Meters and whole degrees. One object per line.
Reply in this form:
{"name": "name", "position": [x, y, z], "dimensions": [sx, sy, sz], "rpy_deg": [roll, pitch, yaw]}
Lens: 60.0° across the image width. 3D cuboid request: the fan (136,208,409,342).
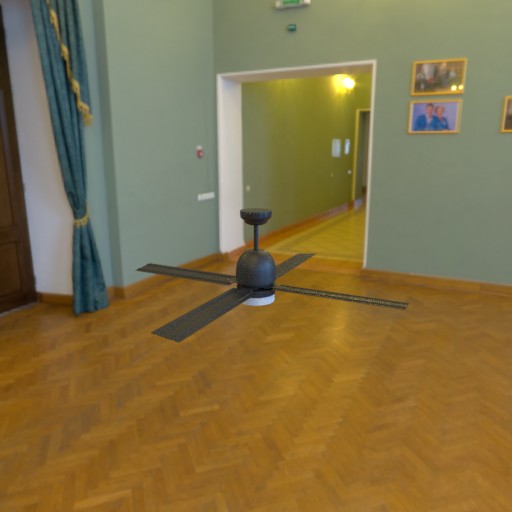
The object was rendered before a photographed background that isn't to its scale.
{"name": "fan", "position": [0.000, 0.000, 1.978], "dimensions": [1.319, 0.410, 1.319], "rpy_deg": [6, 15, 25]}
